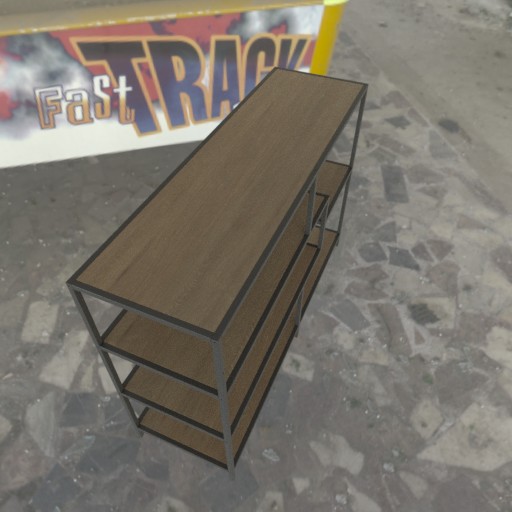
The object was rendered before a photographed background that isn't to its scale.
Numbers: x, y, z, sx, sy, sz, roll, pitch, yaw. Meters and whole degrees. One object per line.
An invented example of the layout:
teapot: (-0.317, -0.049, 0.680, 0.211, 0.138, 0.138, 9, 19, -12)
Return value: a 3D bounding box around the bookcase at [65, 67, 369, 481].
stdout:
bookcase: (0.000, 0.000, 1.498, 0.350, 0.780, 1.140, 18, 49, 16)
